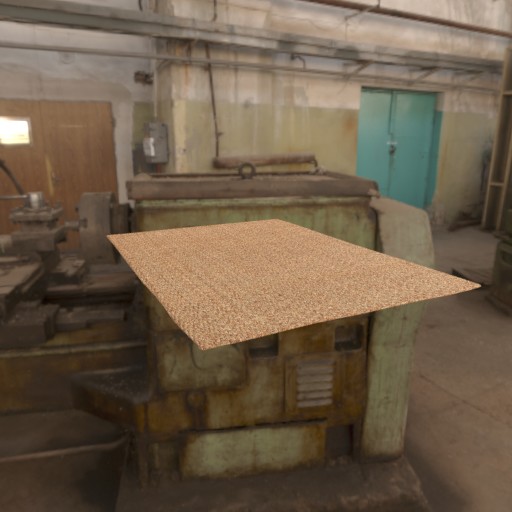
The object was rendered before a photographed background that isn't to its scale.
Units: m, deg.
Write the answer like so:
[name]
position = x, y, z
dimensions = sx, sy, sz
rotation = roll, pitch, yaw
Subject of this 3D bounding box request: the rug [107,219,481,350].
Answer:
[rug]
position = 0.000, 0.000, 2.845
dimensions = 1.566, 0.013, 2.141
rotation = -8, 17, -27
